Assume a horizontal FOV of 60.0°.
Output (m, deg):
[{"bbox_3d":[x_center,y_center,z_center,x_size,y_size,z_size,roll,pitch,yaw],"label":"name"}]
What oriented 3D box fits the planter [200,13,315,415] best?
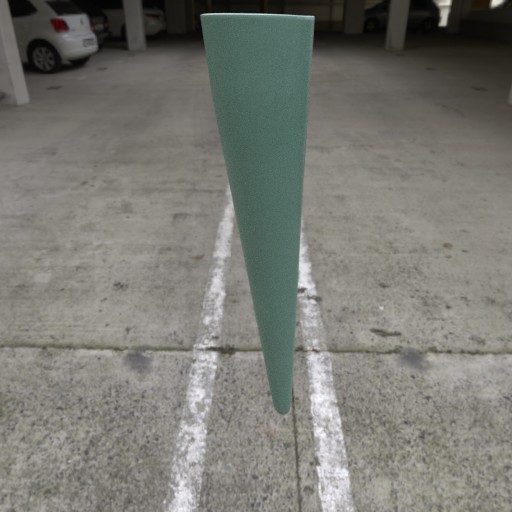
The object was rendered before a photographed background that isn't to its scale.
[{"bbox_3d":[0.000,0.000,0.280,0.055,0.268,0.054,0,27,0],"label":"planter"}]
